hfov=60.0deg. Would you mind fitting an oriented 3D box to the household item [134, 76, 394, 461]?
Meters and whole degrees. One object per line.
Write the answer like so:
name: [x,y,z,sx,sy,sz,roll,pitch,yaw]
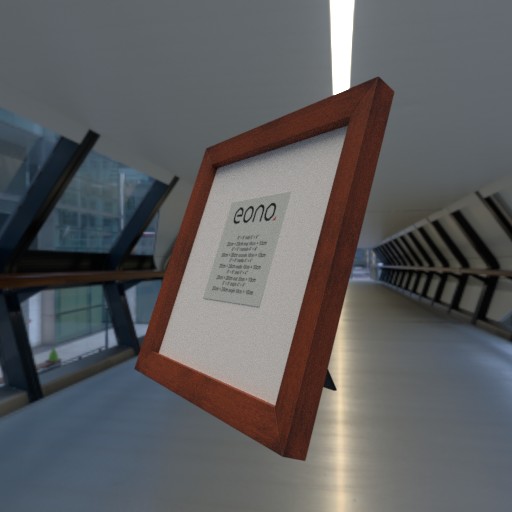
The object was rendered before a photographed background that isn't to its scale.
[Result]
household item: [0.000,0.000,0.385,0.131,0.240,0.240,0,0,-35]
